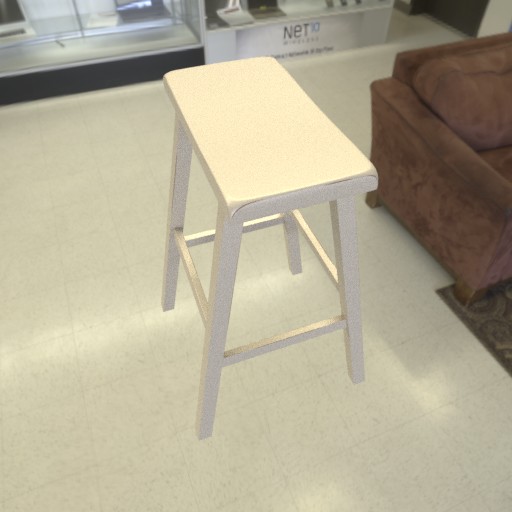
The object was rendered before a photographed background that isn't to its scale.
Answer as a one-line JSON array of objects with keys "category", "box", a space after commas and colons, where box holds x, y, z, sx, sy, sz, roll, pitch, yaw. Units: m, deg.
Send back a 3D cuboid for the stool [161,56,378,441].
[{"category": "stool", "box": [0.000, 0.000, 1.051, 0.476, 0.737, 0.457, -15, 49, -14]}]
